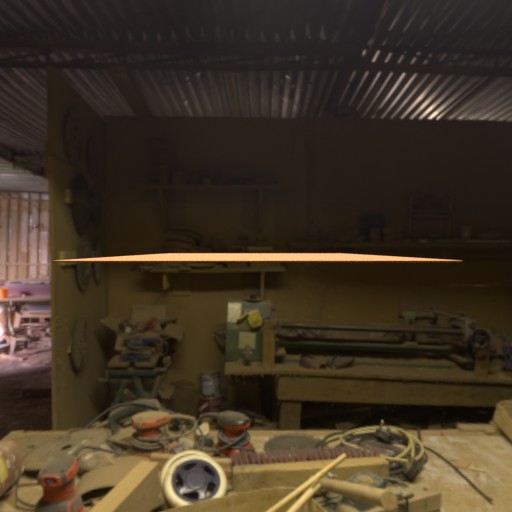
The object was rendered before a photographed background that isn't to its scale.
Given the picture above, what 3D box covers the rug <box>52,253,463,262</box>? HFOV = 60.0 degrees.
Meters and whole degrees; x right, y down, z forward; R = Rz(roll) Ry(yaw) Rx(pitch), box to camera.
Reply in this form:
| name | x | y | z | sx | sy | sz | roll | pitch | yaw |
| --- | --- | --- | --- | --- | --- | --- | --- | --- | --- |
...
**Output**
| name | x | y | z | sx | sy | sz | roll | pitch | yaw |
| --- | --- | --- | --- | --- | --- | --- | --- | --- | --- |
| rug | 0.000 | 0.000 | 2.787 | 1.524 | 0.006 | 2.285 | 0 | 1 | 0 |
